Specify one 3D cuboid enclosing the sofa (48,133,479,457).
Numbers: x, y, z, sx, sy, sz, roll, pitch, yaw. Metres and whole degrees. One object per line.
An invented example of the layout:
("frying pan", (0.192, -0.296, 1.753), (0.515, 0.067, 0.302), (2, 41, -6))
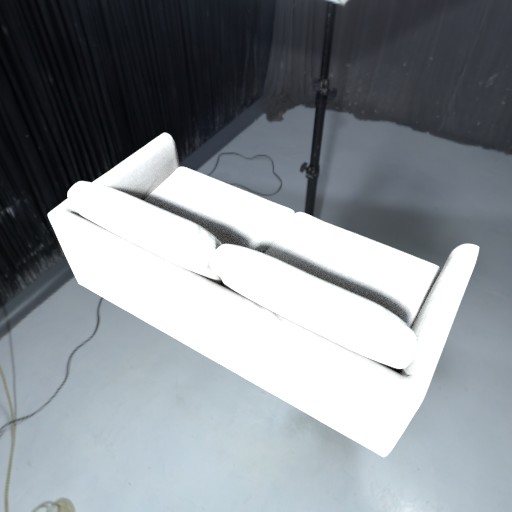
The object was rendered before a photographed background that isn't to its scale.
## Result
("sofa", (0.000, 0.000, 2.676), (2.588, 0.838, 1.090), (24, 51, 21))
